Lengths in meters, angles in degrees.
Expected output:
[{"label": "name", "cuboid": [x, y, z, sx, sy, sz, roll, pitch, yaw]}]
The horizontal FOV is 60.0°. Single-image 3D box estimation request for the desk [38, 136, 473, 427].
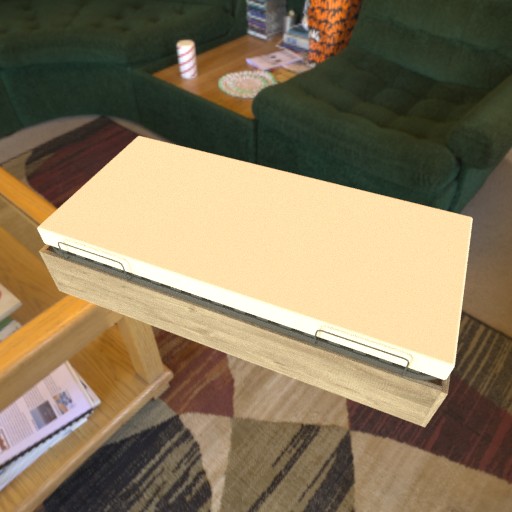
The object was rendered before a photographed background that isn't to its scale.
[{"label": "desk", "cuboid": [0.000, 0.000, 2.216, 1.900, 0.455, 0.900, 17, 49, 15]}]
